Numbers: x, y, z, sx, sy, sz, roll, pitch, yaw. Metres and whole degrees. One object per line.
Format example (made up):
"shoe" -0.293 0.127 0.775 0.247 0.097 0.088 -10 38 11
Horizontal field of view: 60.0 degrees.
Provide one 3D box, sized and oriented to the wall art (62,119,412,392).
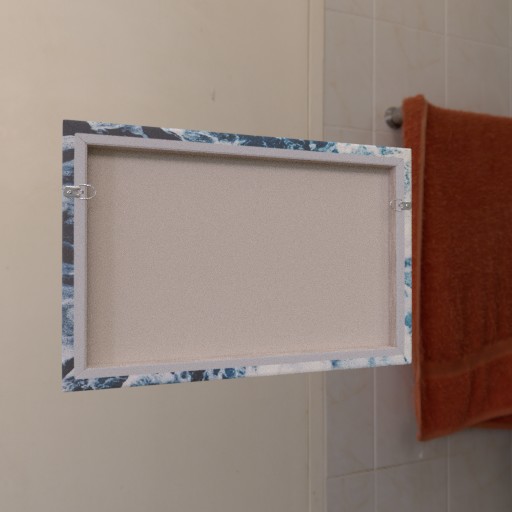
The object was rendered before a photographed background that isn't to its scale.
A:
"wall art" 0.000 0.000 1.138 0.915 0.610 0.042 0 0 -17
